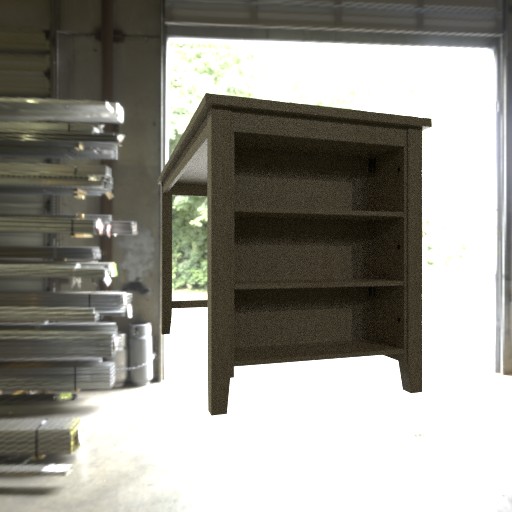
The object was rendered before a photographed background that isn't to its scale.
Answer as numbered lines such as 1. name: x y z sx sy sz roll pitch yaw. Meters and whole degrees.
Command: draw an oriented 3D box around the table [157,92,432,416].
1. table: 0.000 0.000 1.963 0.729 0.874 1.397 0 0 -18
